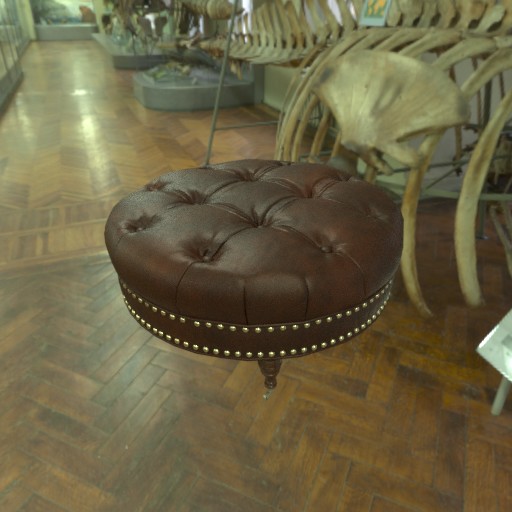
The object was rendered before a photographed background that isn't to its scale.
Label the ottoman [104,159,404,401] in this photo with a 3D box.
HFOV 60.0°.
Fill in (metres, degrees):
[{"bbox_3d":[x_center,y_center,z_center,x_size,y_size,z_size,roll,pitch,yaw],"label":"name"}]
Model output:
[{"bbox_3d":[0.000,0.000,1.421,0.901,0.455,0.901,0,29,0],"label":"ottoman"}]
